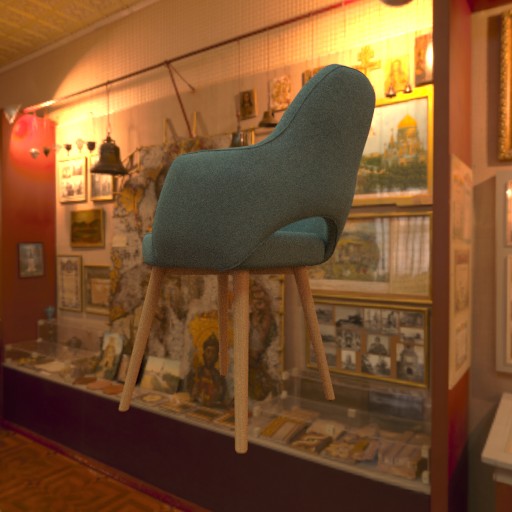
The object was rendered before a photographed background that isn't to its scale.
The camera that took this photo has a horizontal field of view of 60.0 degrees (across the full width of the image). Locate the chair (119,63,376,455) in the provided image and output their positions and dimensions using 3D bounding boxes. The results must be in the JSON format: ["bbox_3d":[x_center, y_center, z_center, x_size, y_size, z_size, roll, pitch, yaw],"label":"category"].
[{"bbox_3d":[0.000,0.000,1.288,0.666,0.920,0.589,1,1,37],"label":"chair"}]
